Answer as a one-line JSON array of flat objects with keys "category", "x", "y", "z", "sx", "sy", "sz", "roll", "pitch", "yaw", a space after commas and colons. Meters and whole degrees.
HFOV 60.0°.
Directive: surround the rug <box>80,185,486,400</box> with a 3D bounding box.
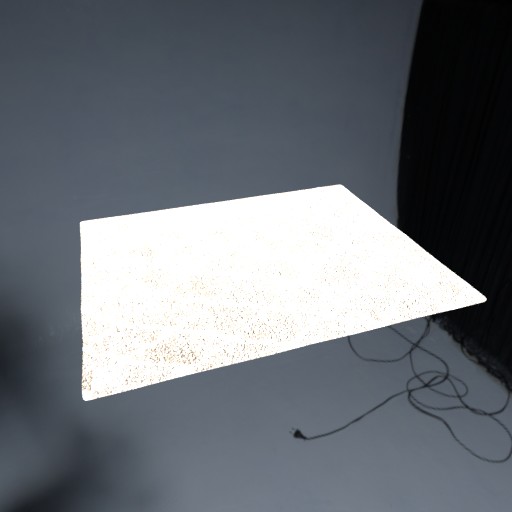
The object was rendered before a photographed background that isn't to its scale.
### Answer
[{"category": "rug", "x": 0.000, "y": 0.000, "z": 4.064, "sx": 3.047, "sy": 0.029, "sz": 2.438, "roll": -10, "pitch": 34, "yaw": -16}]
